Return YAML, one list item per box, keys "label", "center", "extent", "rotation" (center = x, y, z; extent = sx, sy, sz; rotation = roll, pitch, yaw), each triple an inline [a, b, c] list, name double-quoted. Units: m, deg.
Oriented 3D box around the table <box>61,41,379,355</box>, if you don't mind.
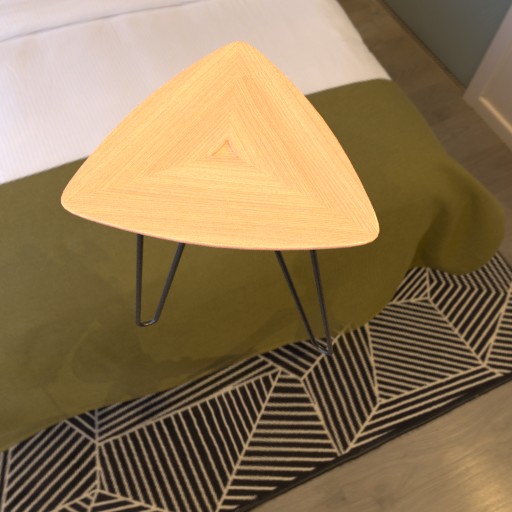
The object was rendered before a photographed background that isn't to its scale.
- label: "table"
  center: [0.000, 0.000, 0.902]
  extent: [0.455, 0.564, 0.442]
  rotation: [32, 67, 16]
